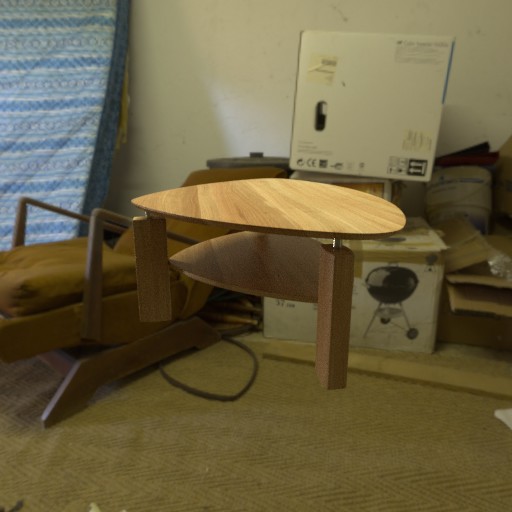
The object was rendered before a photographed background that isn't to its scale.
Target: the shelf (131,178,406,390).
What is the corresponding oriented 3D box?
[{"bbox_3d":[0.000,0.000,1.645,0.863,0.439,1.240,-3,16,-10],"label":"shelf"}]
